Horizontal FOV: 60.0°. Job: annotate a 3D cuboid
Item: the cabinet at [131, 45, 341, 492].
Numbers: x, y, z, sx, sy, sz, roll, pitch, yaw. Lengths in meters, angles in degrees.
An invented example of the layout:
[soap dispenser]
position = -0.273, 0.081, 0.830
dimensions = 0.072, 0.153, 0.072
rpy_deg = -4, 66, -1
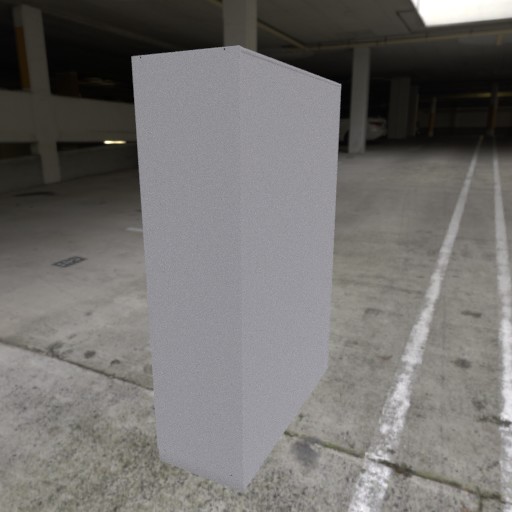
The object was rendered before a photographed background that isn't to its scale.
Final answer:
[cabinet]
position = 0.000, 0.000, 2.483
dimensions = 0.510, 1.910, 1.290
rpy_deg = 7, 17, 26
